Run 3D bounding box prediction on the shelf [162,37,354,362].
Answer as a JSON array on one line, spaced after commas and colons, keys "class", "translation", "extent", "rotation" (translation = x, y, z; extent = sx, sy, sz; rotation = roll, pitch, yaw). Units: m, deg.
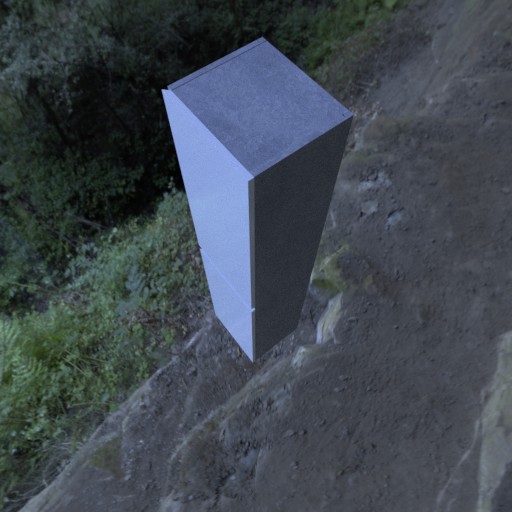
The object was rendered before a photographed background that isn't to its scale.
[{"class": "shelf", "translation": [0.000, 0.000, 1.539], "extent": [0.270, 1.400, 0.300], "rotation": [-35, 68, -16]}]
